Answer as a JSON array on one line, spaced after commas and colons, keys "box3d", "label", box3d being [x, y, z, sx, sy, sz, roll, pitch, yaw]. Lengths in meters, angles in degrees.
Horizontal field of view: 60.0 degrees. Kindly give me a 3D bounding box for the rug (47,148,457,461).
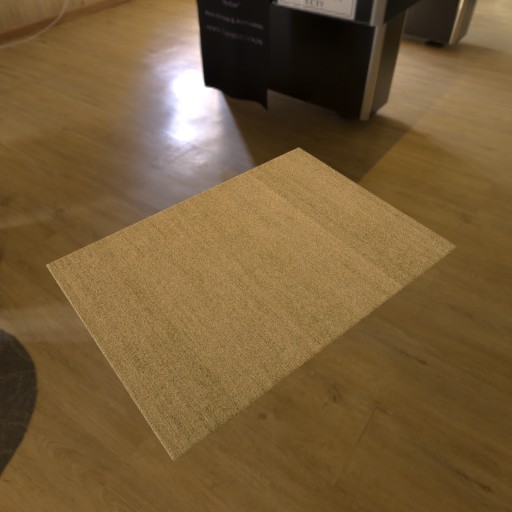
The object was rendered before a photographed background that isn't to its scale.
[{"box3d": [0.000, 0.000, 5.183, 3.935, 0.025, 2.782, -30, 53, -26], "label": "rug"}]
